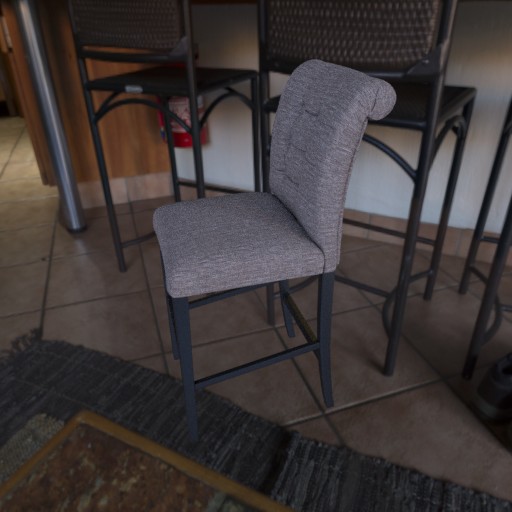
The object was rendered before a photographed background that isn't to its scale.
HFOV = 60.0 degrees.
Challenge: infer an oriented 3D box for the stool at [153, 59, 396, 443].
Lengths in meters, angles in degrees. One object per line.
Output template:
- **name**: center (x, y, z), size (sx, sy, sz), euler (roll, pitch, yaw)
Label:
- **stool**: center (0.000, 0.000, 1.454), size (0.613, 1.131, 0.452), euler (-9, 32, -14)
